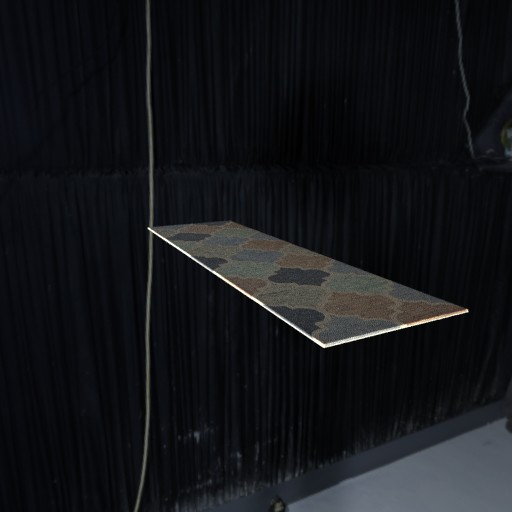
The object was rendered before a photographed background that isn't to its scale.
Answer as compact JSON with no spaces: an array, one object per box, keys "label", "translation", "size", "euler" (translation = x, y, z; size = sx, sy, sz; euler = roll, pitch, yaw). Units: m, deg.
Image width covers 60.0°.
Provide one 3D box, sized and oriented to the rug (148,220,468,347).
[{"label":"rug","translation":[0.000,0.000,2.559],"size":[0.687,0.011,2.287],"euler":[-7,16,-26]}]
